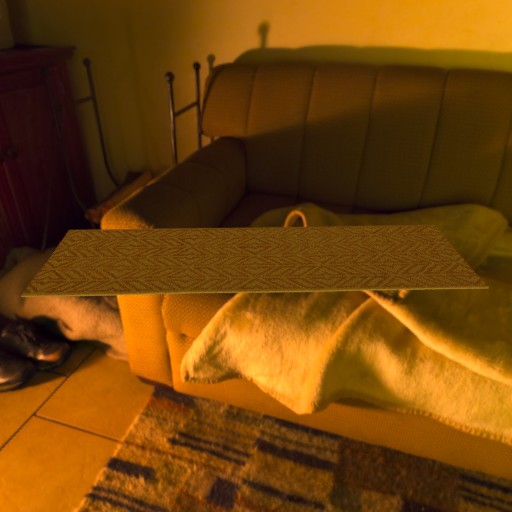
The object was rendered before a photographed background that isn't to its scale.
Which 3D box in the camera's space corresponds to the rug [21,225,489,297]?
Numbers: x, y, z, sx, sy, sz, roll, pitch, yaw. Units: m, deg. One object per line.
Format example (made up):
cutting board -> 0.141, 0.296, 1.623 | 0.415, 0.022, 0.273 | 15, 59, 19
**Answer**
rug -> 0.000, 0.000, 2.627 | 2.435, 0.009, 0.750 | -1, 30, -2
